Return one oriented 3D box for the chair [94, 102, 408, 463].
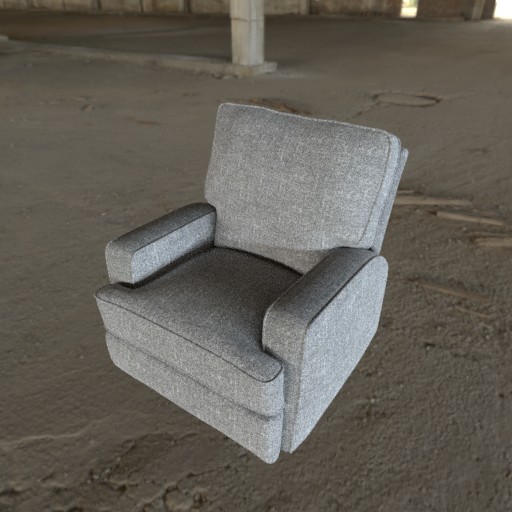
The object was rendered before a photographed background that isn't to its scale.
[{"bbox_3d":[0.000,0.000,1.686,0.861,0.962,0.964,19,36,29],"label":"chair"}]
